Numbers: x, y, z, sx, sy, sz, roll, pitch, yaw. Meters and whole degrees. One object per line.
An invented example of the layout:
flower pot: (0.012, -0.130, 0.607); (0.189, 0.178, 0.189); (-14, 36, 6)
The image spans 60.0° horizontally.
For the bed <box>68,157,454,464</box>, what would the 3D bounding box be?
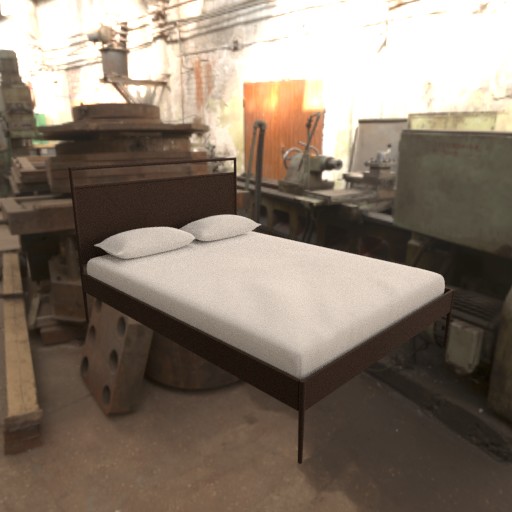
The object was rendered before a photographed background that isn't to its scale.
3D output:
bed: (0.000, 0.000, 3.048); (2.122, 1.173, 1.572); (15, 22, 43)
